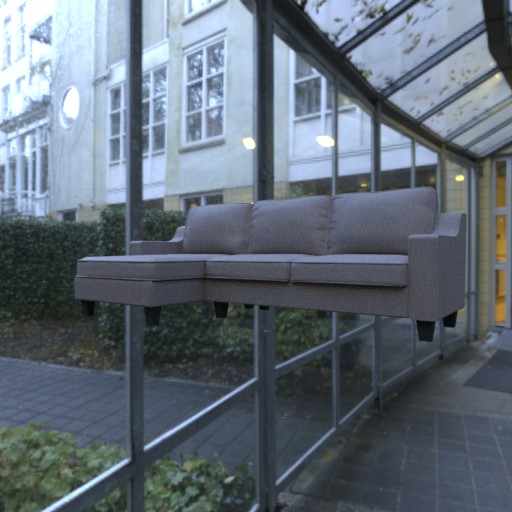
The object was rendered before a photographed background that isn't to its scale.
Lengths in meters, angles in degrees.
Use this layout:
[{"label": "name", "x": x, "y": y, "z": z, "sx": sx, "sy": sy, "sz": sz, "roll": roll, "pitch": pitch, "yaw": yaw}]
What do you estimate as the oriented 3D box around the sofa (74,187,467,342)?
[{"label": "sofa", "x": 0.000, "y": 0.000, "z": 3.197, "sx": 2.561, "sy": 0.928, "sz": 1.294, "roll": 0, "pitch": 1, "yaw": 36}]
